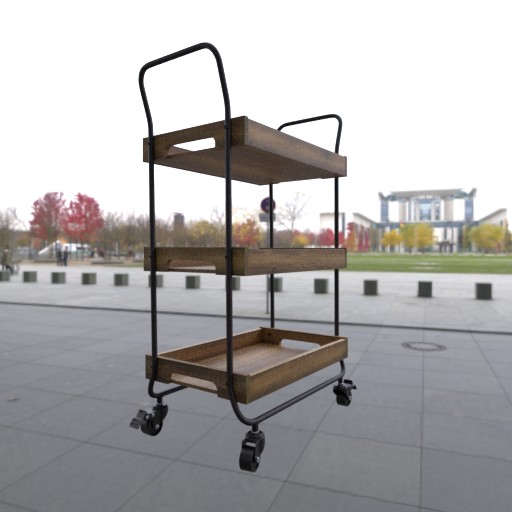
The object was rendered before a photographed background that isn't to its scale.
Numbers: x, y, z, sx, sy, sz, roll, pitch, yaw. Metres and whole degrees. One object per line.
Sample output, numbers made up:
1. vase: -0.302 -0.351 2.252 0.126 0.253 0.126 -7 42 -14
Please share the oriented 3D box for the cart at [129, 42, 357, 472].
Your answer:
1. cart: 0.000 0.000 1.162 0.339 0.857 0.583 1 1 36
